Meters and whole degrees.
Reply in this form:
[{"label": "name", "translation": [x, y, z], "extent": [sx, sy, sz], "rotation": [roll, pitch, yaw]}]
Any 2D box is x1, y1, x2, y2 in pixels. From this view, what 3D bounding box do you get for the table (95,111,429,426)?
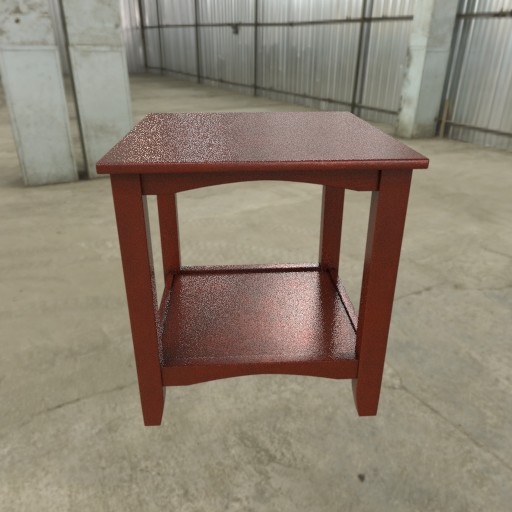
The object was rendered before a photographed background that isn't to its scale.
[{"label": "table", "translation": [0.000, 0.000, 1.008], "extent": [0.523, 0.558, 0.522], "rotation": [0, 26, -1]}]
